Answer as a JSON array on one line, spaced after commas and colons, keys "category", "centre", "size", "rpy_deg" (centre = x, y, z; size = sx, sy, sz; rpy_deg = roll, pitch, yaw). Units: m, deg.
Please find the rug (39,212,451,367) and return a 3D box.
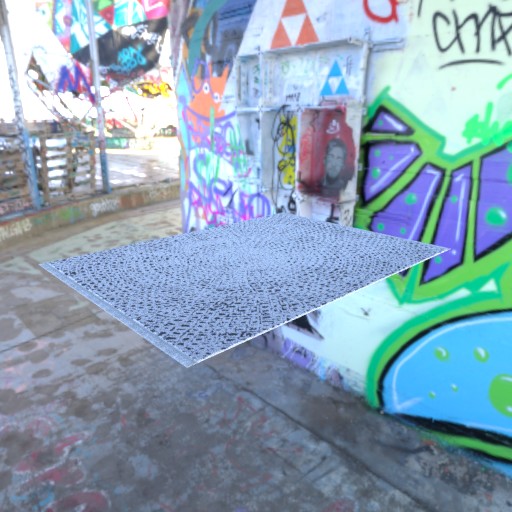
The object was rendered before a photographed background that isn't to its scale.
[{"category": "rug", "centre": [0.000, 0.000, 2.164], "size": [1.634, 0.003, 1.190], "rpy_deg": [-16, 24, -41]}]
